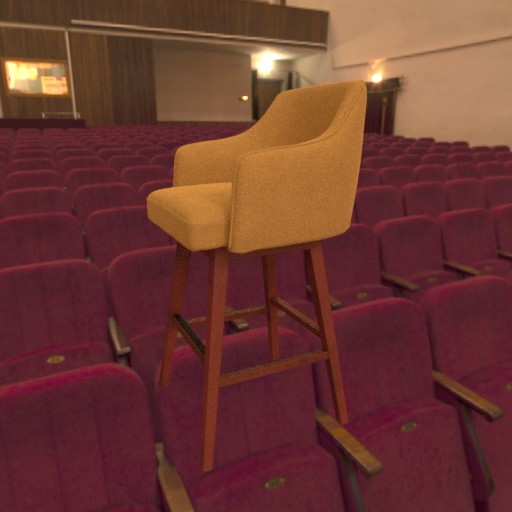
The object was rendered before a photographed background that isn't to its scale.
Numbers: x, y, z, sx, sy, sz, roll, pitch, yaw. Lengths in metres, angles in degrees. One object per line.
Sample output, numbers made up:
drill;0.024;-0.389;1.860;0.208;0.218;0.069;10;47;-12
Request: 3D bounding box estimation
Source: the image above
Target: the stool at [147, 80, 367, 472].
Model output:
stool;0.000;0.000;1.359;0.558;1.012;0.548;-8;18;-25
